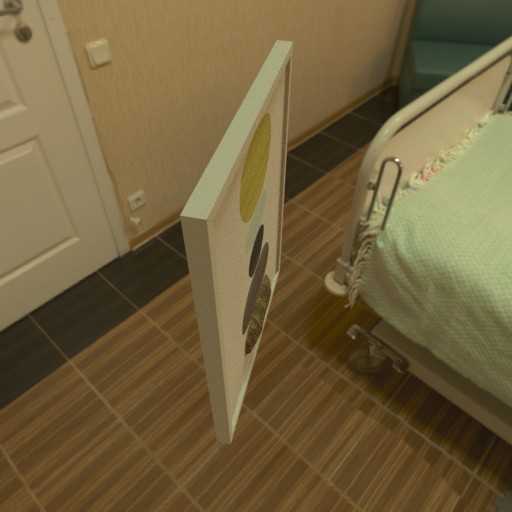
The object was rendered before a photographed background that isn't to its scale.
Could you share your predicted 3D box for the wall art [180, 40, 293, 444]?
[{"bbox_3d":[0.000,0.000,1.059,0.055,0.763,0.611,10,47,10],"label":"wall art"}]
